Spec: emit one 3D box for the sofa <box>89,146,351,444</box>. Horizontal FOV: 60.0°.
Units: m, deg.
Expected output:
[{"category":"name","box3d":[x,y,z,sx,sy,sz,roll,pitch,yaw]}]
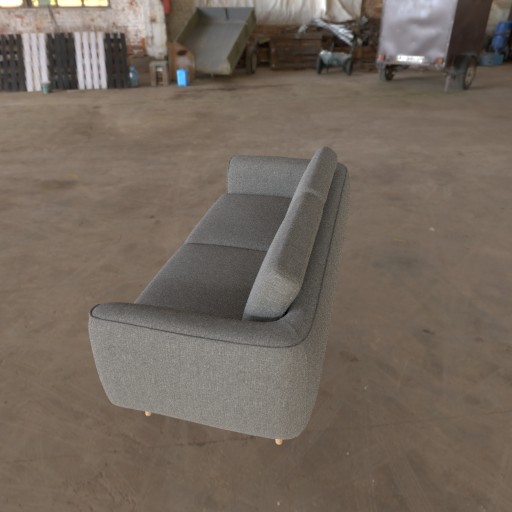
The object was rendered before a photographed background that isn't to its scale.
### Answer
[{"category":"sofa","box3d":[0.000,0.000,2.463,0.920,0.870,2.000,7,32,12]}]
